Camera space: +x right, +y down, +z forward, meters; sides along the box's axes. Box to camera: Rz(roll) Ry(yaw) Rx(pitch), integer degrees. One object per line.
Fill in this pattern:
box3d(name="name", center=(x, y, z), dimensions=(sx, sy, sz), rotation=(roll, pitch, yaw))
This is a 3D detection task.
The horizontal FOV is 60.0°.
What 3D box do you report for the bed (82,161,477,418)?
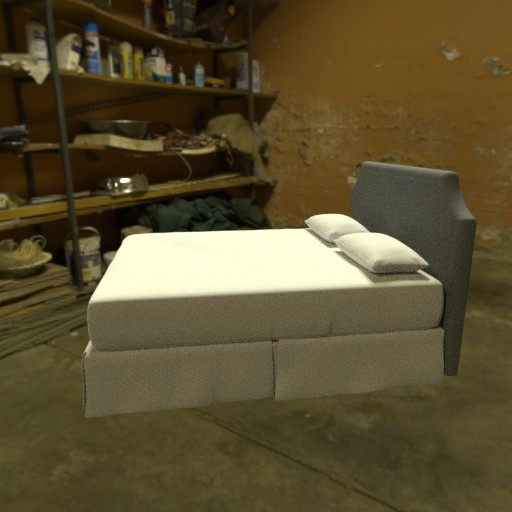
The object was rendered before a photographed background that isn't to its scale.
box3d(name="bed", center=(0.000, 0.000, 3.278), dimensions=(2.259, 1.296, 1.811), rotation=(-2, 15, -9))
